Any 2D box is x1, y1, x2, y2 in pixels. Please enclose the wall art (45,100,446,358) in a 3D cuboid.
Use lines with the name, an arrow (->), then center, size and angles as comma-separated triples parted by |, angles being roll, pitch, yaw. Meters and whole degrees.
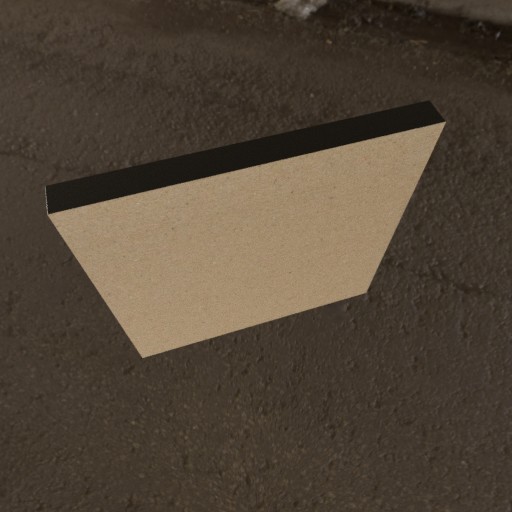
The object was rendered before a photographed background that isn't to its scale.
wall art -> 0.000, 0.000, 0.491 | 0.327, 0.318, 0.029 | -15, 60, -9
